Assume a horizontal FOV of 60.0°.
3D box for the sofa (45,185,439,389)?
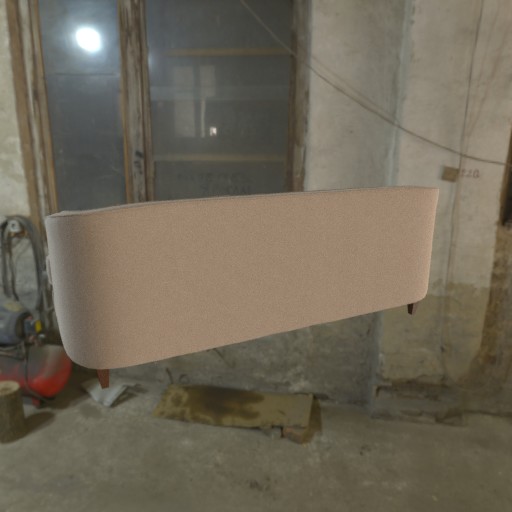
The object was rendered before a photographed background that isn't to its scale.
[{"bbox_3d":[0.000,0.000,2.682,2.278,0.855,0.941,-8,17,-26],"label":"sofa"}]
